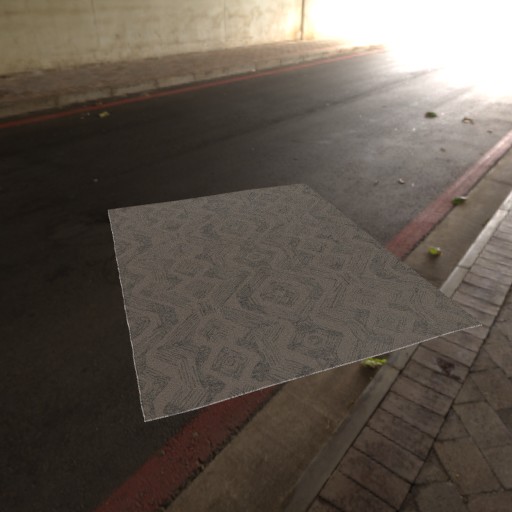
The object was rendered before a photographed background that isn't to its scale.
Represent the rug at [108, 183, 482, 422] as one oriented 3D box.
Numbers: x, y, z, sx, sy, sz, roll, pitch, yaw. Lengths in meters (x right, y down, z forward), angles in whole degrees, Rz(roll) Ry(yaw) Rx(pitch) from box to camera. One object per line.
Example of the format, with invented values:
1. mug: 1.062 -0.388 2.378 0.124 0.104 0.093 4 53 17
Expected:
1. rug: 0.000 0.000 4.078 2.430 0.030 3.054 -10 32 -17
